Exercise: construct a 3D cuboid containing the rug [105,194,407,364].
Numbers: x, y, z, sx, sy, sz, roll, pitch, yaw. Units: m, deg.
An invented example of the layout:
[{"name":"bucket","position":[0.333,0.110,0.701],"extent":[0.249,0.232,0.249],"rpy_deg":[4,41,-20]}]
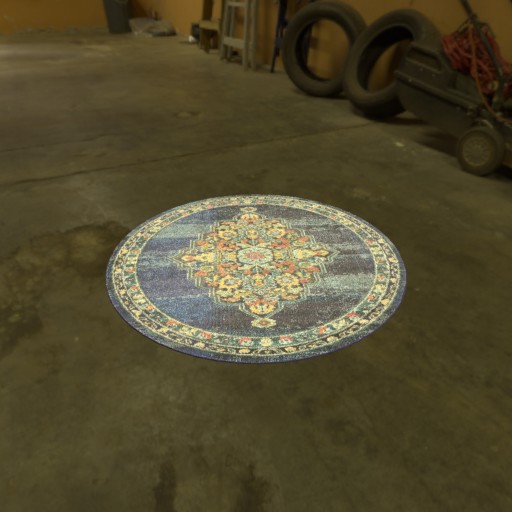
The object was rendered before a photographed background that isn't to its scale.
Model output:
[{"name":"rug","position":[0.000,0.000,2.432],"extent":[1.591,0.010,1.591],"rpy_deg":[0,33,0]}]
